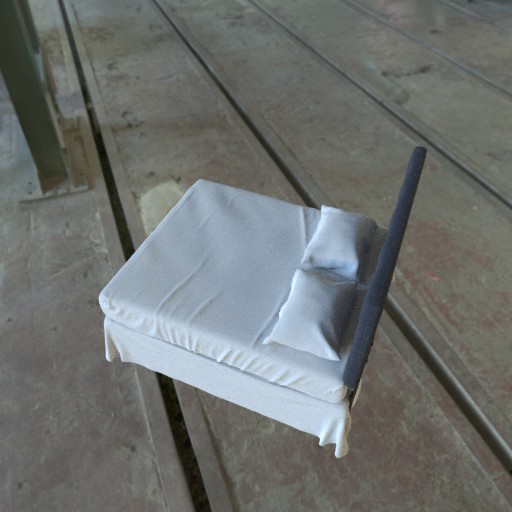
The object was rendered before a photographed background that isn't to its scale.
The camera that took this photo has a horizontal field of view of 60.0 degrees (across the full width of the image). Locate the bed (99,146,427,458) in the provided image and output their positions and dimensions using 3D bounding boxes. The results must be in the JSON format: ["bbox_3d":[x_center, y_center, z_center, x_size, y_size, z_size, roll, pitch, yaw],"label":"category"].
[{"bbox_3d":[0.000,0.000,3.565,2.222,1.577,1.936,17,48,16],"label":"bed"}]
